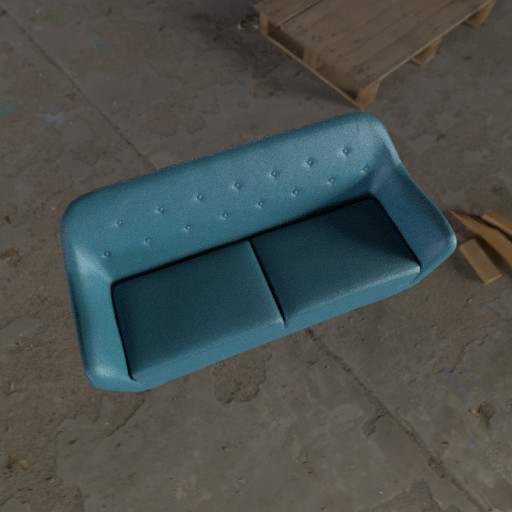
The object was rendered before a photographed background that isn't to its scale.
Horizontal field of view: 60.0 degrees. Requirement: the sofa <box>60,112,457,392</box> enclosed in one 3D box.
[{"bbox_3d":[0.000,0.000,2.322,1.840,0.836,0.820,-19,65,-9],"label":"sofa"}]
